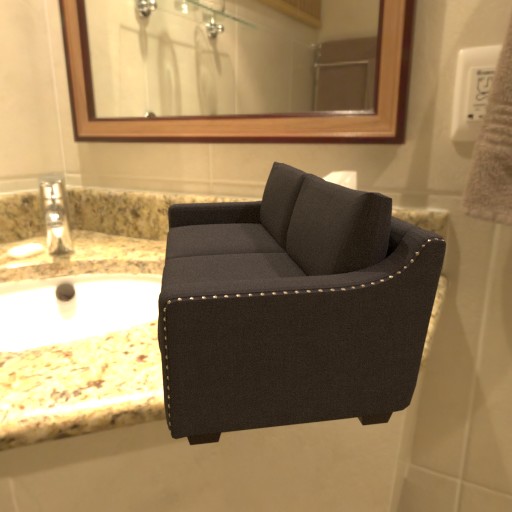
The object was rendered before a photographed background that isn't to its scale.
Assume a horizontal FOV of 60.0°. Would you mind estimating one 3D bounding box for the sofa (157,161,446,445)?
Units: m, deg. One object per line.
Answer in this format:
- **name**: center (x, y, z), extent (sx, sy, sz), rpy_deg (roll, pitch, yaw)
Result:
- **sofa**: center (0.000, 0.000, 3.214), extent (1.336, 1.196, 2.550), rpy_deg (-3, 16, -9)
